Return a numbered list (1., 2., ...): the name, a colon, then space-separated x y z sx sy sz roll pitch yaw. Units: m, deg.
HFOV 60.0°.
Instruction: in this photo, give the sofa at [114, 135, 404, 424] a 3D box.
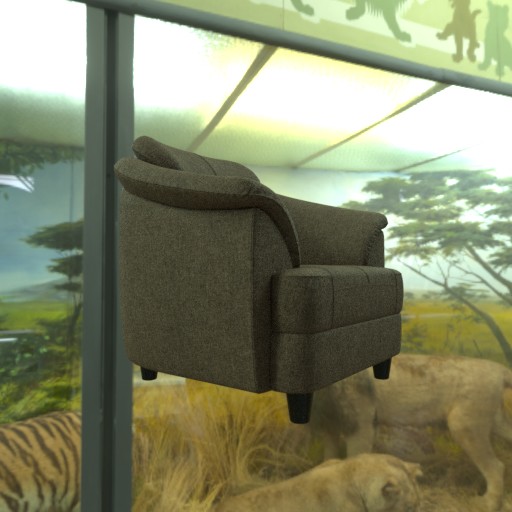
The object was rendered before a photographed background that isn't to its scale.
1. sofa: 0.000 0.000 1.474 0.794 0.811 0.870 -1 -2 37
